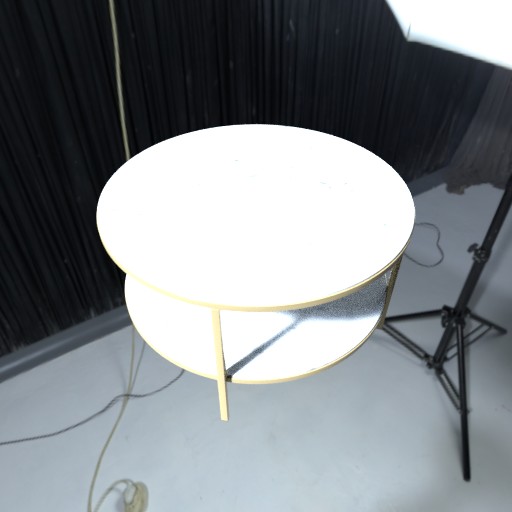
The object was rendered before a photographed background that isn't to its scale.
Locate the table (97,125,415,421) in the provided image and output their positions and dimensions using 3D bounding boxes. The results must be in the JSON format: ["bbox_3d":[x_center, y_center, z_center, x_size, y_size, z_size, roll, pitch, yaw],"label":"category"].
[{"bbox_3d":[0.000,0.000,1.295,0.800,0.450,0.800,0,41,0],"label":"table"}]
